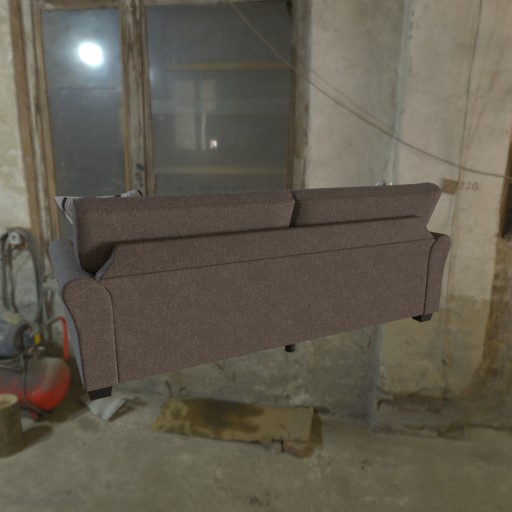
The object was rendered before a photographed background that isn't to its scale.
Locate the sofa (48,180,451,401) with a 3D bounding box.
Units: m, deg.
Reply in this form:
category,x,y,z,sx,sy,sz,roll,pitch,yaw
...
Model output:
category,x,y,z,sx,sy,sz,roll,pitch,yaw
sofa,0.000,0.000,2.442,2.032,0.813,0.889,-7,15,-26
